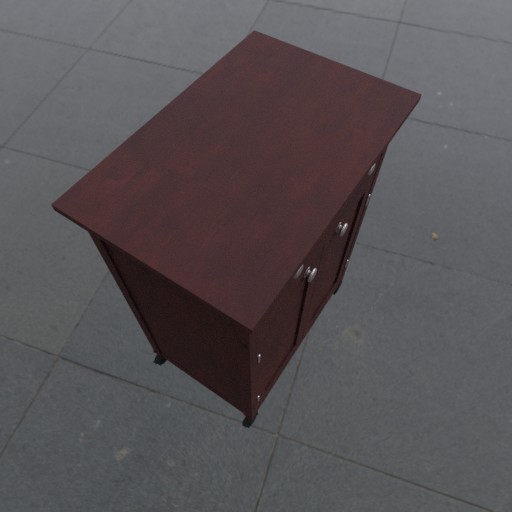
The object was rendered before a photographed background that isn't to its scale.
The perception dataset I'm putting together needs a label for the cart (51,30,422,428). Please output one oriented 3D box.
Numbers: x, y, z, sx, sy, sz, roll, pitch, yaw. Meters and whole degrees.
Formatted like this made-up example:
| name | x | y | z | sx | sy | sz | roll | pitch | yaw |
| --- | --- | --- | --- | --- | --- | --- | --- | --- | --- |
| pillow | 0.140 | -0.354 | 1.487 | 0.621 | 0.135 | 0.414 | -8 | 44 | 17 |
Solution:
| name | x | y | z | sx | sy | sz | roll | pitch | yaw |
| --- | --- | --- | --- | --- | --- | --- | --- | --- | --- |
| cart | 0.000 | 0.000 | 1.258 | 0.442 | 0.864 | 0.683 | 29 | 62 | 17 |
